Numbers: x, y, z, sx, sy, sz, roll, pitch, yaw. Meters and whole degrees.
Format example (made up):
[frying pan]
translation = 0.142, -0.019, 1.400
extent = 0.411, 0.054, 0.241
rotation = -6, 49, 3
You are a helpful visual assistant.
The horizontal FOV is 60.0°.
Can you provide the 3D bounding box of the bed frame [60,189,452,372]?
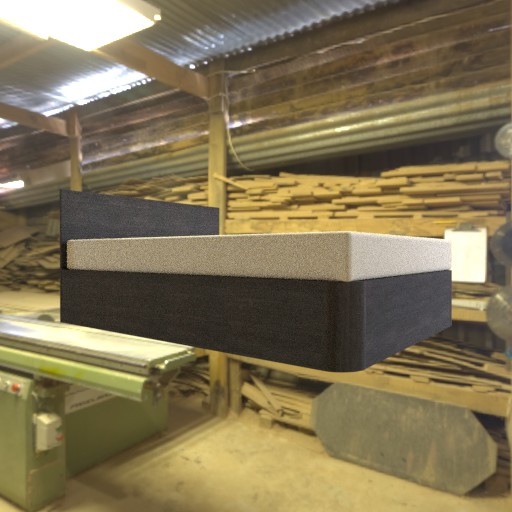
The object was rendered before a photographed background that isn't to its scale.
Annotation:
[bed frame]
translation = 0.000, 0.000, 2.639
extent = 1.900, 0.800, 1.400
rotation = 0, 1, 38
